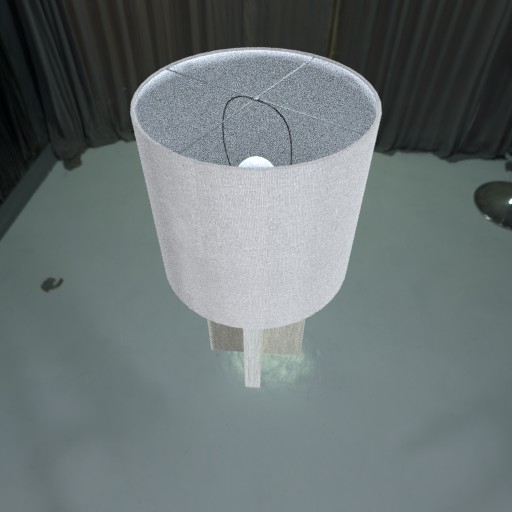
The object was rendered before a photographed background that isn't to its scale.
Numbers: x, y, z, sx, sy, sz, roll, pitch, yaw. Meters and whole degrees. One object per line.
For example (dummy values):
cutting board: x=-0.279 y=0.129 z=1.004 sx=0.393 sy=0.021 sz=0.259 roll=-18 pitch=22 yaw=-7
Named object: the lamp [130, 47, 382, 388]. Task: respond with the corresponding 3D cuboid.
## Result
lamp: x=0.000 y=0.000 z=0.564 sx=0.229 sy=0.428 sz=0.229 roll=3 pitch=47 yaw=3
